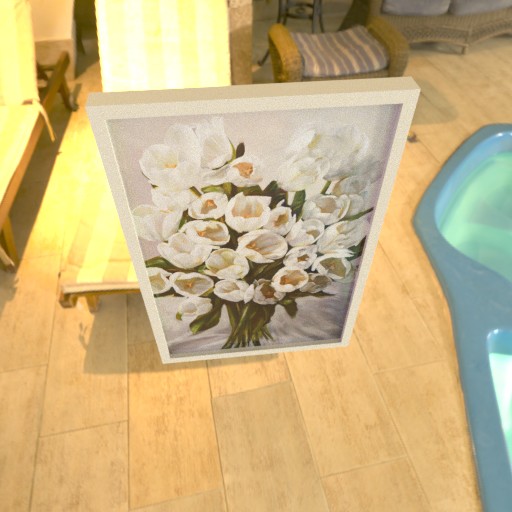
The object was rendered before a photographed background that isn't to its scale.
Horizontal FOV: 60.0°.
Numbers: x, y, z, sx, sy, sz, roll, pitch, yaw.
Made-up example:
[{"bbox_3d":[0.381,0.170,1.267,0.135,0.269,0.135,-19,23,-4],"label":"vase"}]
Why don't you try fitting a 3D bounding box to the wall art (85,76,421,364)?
[{"bbox_3d":[0.000,0.000,0.549,0.293,0.428,0.025,-4,47,-4],"label":"wall art"}]
